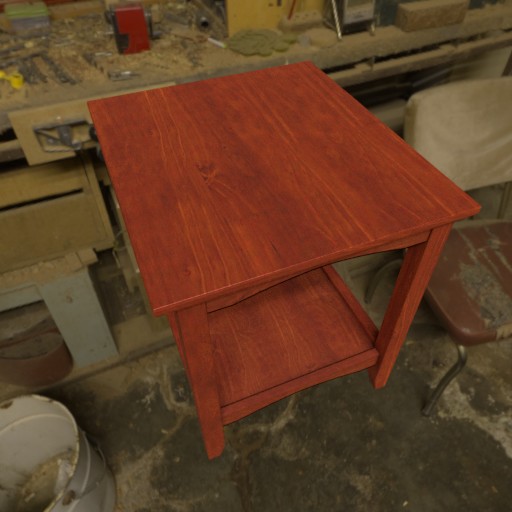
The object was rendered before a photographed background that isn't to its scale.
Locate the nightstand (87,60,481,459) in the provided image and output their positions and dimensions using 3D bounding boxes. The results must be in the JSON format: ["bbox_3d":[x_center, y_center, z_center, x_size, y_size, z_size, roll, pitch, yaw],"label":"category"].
[{"bbox_3d":[0.000,0.000,0.975,0.501,0.558,0.558,-17,49,-15],"label":"nightstand"}]
